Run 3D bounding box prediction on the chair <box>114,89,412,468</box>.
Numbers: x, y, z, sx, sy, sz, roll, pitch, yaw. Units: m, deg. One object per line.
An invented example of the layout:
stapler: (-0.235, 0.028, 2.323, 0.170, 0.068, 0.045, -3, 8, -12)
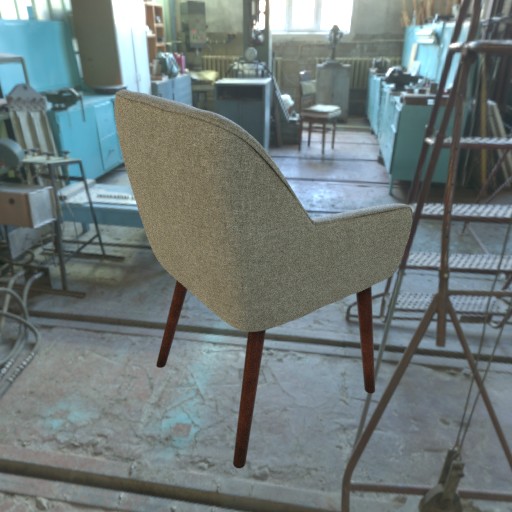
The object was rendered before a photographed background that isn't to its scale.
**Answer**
chair: (0.000, 0.000, 1.129, 0.519, 0.803, 0.543, -18, 32, -31)
